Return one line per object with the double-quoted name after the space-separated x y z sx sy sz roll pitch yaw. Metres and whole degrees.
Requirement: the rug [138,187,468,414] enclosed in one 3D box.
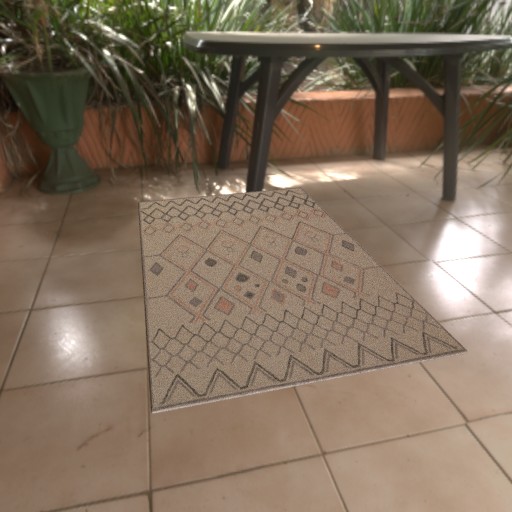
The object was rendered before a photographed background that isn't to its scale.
0.000 0.000 3.040 1.524 0.015 2.438 -7 29 -13 "rug"
